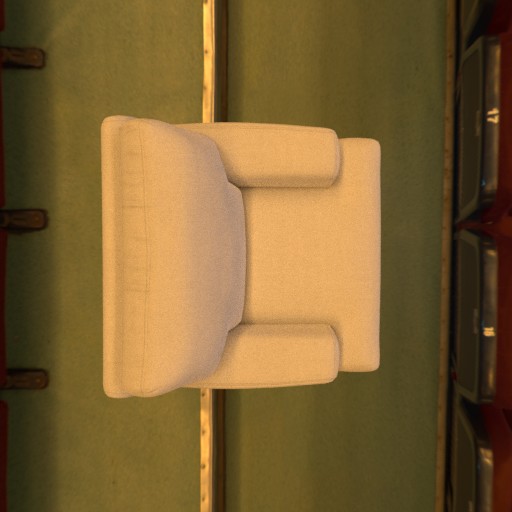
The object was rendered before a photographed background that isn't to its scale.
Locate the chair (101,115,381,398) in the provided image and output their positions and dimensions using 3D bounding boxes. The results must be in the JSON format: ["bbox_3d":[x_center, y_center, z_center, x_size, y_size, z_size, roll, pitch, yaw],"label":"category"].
[{"bbox_3d":[0.000,0.000,1.974,1.158,0.930,1.140,0,91,0],"label":"chair"}]
